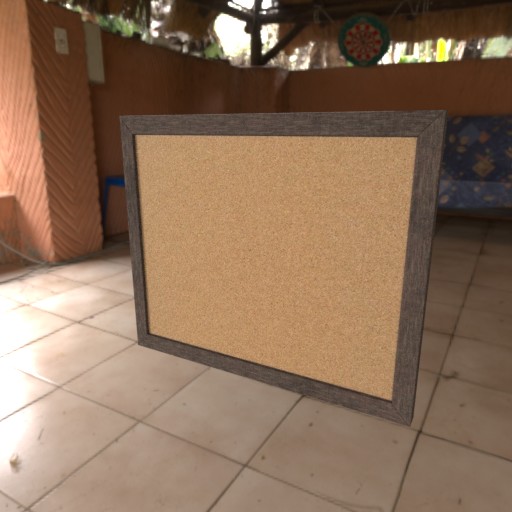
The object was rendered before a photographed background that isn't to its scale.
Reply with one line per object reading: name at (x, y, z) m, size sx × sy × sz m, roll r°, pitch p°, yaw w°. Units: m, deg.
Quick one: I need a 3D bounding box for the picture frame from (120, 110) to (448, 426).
picture frame at (0.000, 0.000, 0.744) m, size 0.546 × 0.455 × 0.026 m, roll 9°, pitch 18°, yaw 28°
